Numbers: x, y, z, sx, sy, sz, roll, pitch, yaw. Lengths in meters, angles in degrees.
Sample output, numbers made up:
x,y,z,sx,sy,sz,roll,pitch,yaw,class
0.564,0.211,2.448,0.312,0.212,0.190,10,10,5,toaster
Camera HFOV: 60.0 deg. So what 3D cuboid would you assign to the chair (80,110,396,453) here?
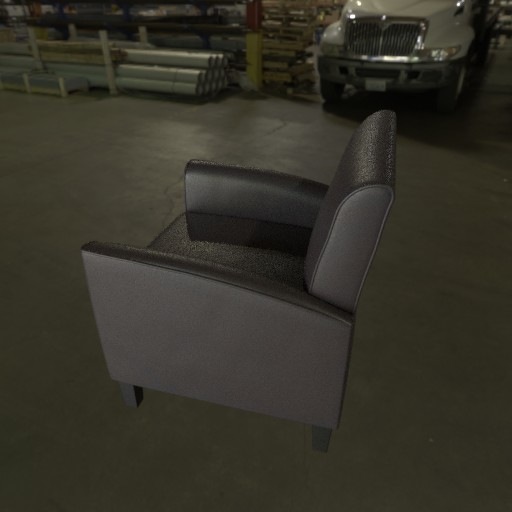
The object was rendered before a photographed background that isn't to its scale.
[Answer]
x,y,z,sx,sy,sz,roll,pitch,yaw,class
0.000,0.000,1.555,0.819,0.916,0.820,8,32,13,chair
